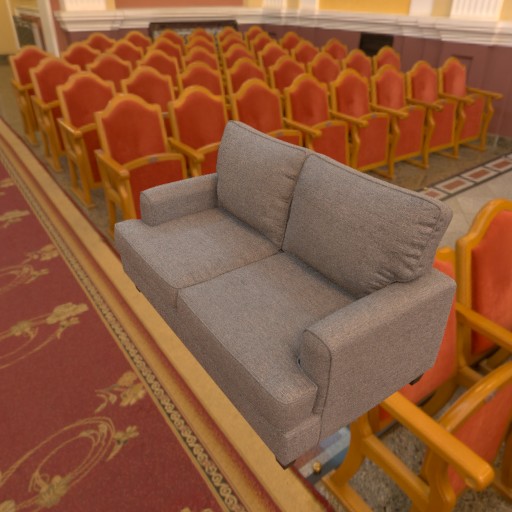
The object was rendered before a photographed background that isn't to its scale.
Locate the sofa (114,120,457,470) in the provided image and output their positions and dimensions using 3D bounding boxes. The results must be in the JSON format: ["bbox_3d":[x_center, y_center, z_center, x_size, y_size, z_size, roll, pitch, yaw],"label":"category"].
[{"bbox_3d":[0.000,0.000,2.240,0.965,0.965,1.651,-20,37,-29],"label":"sofa"}]
